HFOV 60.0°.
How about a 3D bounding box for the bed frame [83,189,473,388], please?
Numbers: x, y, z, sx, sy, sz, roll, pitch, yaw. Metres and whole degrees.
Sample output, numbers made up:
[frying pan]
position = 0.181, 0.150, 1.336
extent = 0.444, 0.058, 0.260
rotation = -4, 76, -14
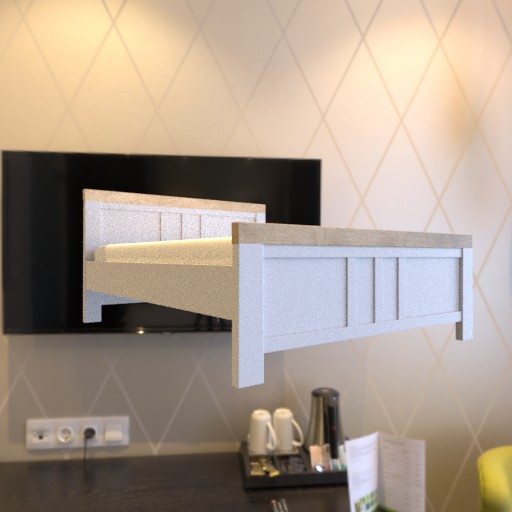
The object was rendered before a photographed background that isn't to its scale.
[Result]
[bed frame]
position = 0.000, 0.000, 2.947
extent = 1.670, 0.980, 2.050
rotation = 0, 0, -36
